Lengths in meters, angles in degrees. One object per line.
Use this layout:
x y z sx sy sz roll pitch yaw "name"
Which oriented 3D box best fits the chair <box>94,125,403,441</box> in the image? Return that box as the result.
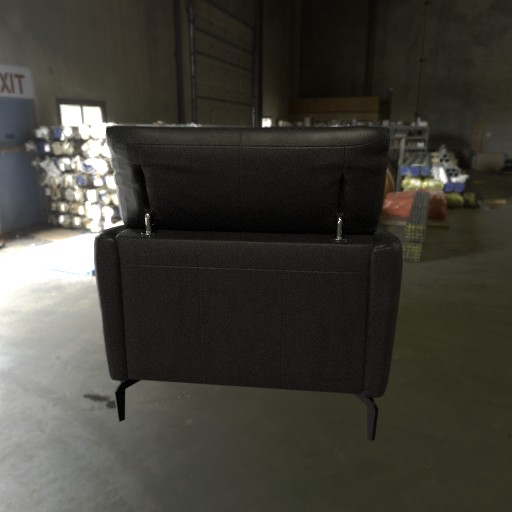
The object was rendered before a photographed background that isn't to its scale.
0.000 0.000 1.681 0.976 0.949 0.809 2 16 6 "chair"
